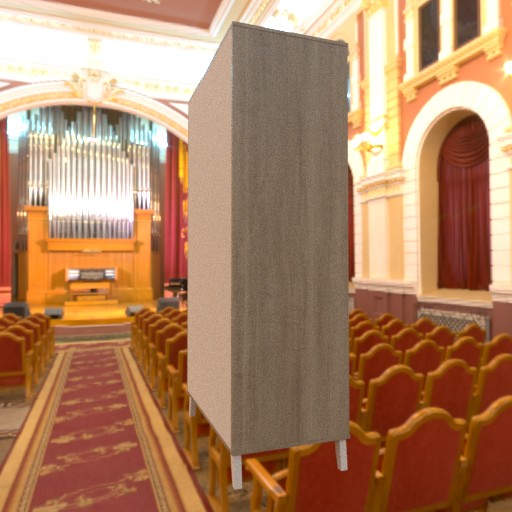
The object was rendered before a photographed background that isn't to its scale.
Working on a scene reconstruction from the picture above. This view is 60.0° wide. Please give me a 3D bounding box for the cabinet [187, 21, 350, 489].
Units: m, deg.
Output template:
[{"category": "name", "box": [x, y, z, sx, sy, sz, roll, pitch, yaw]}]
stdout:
[{"category": "cabinet", "box": [0.000, 0.000, 2.455, 0.571, 1.999, 1.006, 0, -1, -20]}]
